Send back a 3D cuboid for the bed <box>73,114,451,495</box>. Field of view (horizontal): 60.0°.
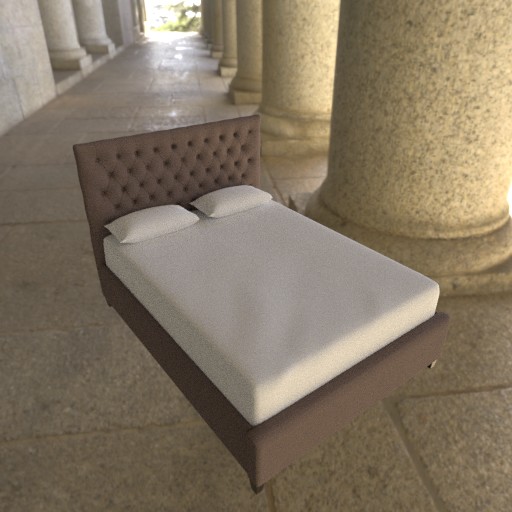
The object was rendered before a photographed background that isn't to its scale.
[{"bbox_3d":[0.000,0.000,3.216,1.696,1.426,2.233,-20,36,-31],"label":"bed"}]
